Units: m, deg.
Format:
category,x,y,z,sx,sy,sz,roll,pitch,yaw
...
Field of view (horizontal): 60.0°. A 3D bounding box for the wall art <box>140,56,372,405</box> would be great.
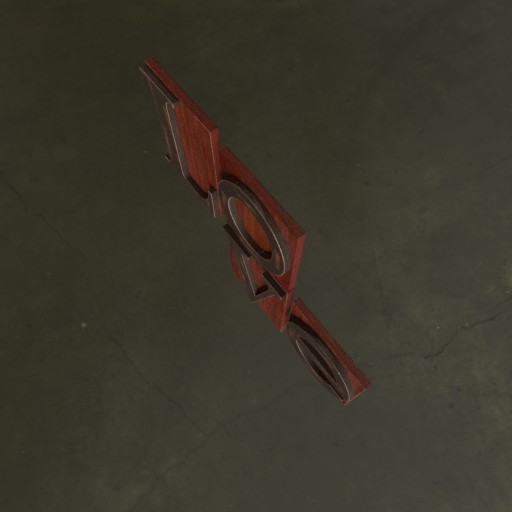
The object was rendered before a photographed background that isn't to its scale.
category,x,y,z,sx,sy,sz,roll,pitch,yaw
wall art,0.000,0.000,0.874,0.030,0.497,0.635,-34,69,-15
